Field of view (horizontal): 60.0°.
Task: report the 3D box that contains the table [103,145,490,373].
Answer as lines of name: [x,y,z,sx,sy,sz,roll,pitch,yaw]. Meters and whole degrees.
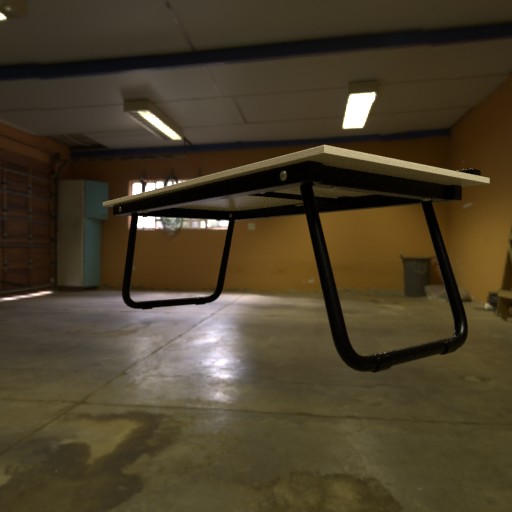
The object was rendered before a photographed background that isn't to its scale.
table: [0.000,0.000,0.771,0.322,0.242,0.644,-1,1,-37]
